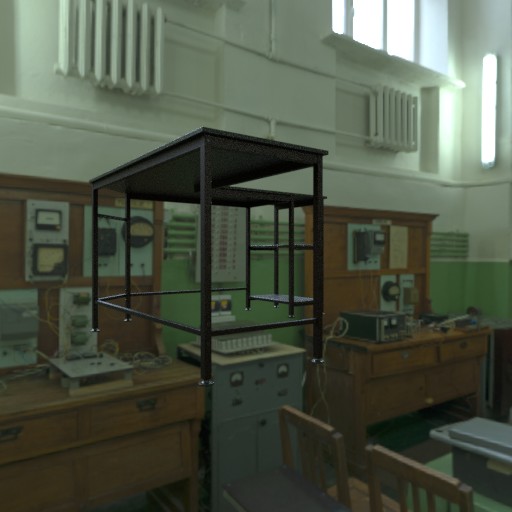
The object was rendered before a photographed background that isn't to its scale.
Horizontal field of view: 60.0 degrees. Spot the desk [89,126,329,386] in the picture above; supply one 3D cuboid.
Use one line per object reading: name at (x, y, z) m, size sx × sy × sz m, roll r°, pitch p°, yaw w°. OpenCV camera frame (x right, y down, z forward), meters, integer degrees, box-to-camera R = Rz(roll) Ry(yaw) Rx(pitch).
desk at (0.000, 0.000, 2.216) m, size 1.379 × 0.739 × 1.379 m, roll 0°, pitch 0°, yaw -36°
